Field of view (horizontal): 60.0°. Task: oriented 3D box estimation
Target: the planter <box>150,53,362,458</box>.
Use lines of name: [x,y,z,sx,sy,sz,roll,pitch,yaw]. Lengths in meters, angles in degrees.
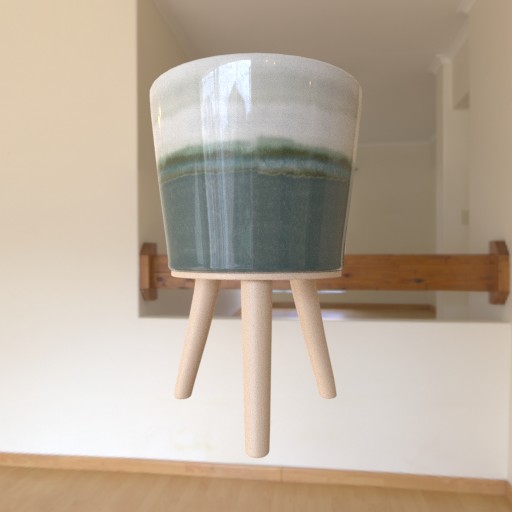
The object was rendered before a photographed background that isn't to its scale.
planter: [0.000,0.000,0.465,0.217,0.331,0.217,0,0,-18]
